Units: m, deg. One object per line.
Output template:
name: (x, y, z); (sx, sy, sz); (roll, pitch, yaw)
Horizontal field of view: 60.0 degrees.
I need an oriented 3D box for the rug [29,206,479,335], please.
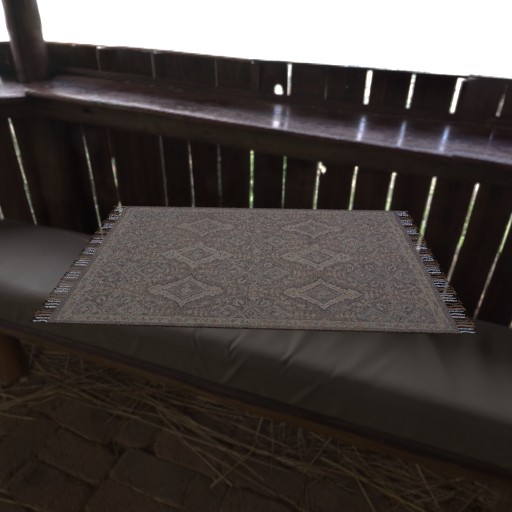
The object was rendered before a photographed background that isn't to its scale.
rug: (0.000, 0.000, 3.035); (2.434, 0.010, 1.516); (1, 31, 2)
